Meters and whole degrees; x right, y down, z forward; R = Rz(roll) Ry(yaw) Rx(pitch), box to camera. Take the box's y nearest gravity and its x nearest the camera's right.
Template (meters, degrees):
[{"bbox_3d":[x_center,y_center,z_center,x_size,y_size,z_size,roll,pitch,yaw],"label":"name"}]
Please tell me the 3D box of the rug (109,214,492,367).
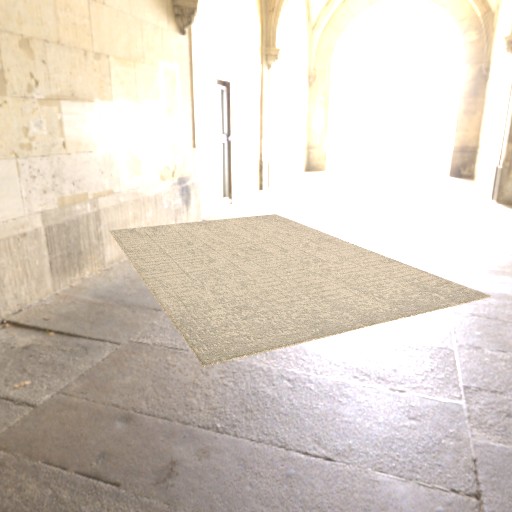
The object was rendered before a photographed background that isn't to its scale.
[{"bbox_3d":[0.000,0.000,2.302,1.211,0.007,1.827,-8,19,-25],"label":"rug"}]
